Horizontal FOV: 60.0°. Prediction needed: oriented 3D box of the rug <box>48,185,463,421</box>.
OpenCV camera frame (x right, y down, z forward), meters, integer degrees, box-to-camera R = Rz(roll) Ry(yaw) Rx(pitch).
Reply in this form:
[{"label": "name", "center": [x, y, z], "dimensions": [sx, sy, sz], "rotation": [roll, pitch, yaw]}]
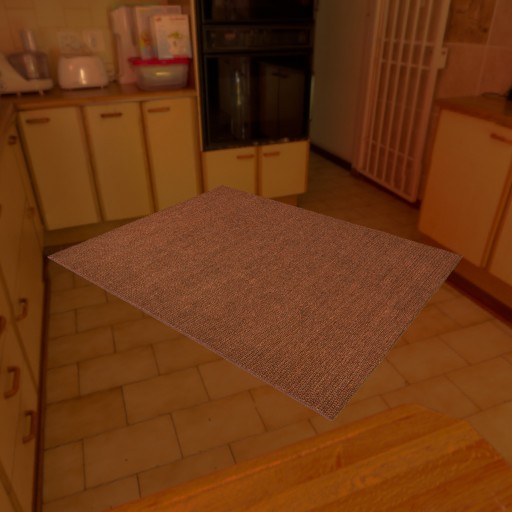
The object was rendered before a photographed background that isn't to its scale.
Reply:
[{"label": "rug", "center": [0.000, 0.000, 4.173], "dimensions": [3.068, 0.021, 2.456], "rotation": [21, 36, 33]}]
